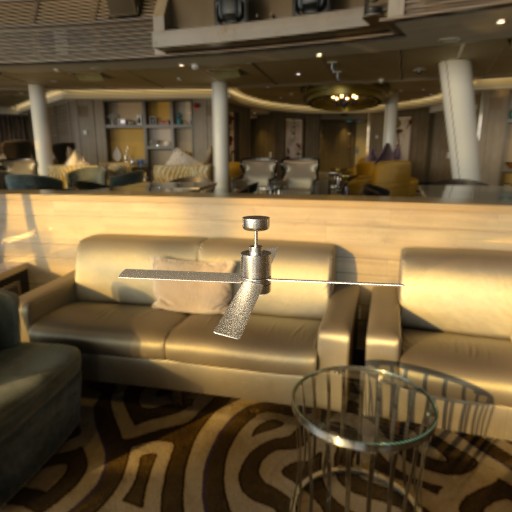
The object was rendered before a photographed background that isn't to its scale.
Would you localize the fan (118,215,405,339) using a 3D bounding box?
[{"bbox_3d":[0.000,0.000,2.030,1.322,0.355,1.322,2,14,8],"label":"fan"}]
